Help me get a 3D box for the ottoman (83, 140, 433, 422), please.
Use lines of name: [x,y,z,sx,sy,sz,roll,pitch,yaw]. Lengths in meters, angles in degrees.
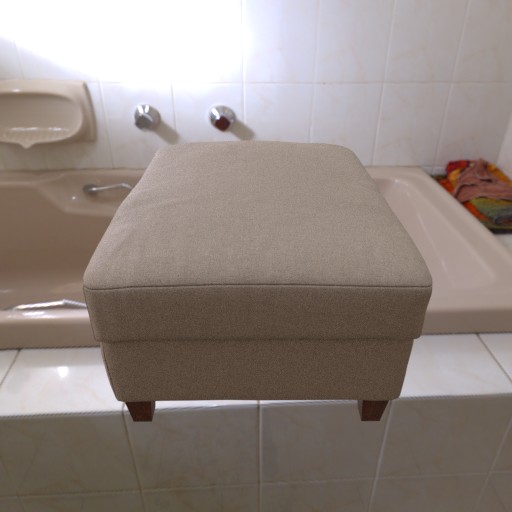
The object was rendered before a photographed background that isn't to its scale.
ottoman: [0.000,0.000,1.301,0.692,0.511,0.902,0,30,0]
